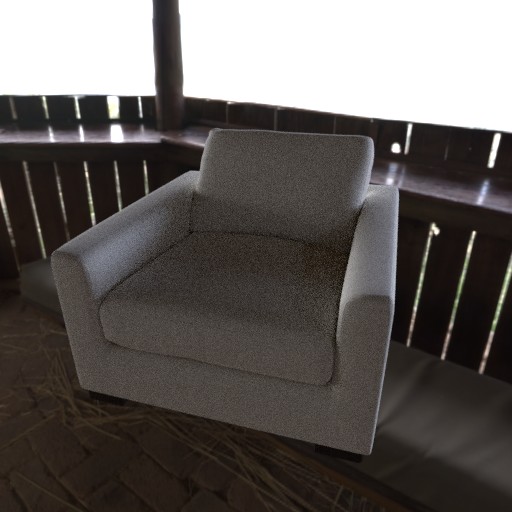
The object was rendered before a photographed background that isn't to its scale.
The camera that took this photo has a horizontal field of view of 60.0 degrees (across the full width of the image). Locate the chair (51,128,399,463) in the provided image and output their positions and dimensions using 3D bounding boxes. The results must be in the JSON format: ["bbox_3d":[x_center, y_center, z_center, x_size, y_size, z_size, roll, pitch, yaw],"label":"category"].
[{"bbox_3d":[0.000,0.000,1.802,1.070,0.876,1.100,7,26,15],"label":"chair"}]
